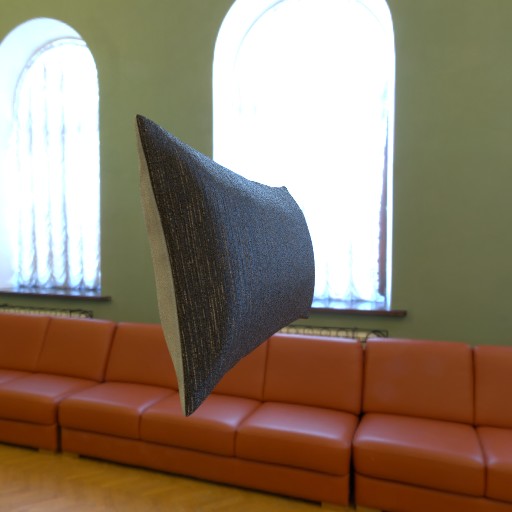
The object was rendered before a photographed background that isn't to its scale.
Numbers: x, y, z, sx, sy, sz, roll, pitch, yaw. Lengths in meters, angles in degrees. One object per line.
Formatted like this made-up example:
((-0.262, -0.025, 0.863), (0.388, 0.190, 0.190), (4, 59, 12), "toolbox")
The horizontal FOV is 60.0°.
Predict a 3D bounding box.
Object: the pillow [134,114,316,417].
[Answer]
((0.000, 0.000, 0.732), (0.156, 0.305, 0.608), (1, 2, 18), "pillow")
